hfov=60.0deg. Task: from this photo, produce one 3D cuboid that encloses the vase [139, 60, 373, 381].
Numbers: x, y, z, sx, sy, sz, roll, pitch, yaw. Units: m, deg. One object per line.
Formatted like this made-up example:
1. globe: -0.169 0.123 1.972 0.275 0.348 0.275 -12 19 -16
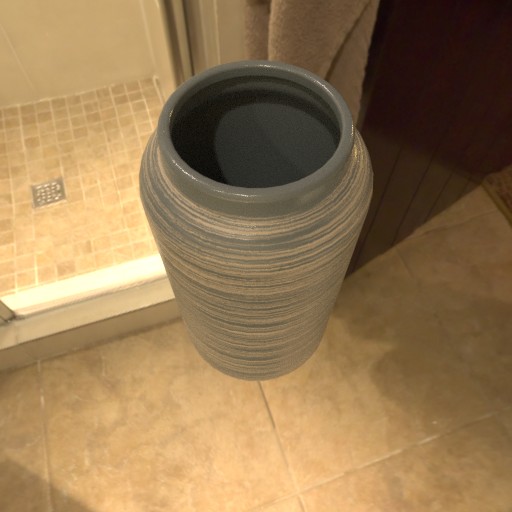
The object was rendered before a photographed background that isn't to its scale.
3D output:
1. vase: 0.000 0.000 0.291 0.116 0.230 0.116 0 59 0
